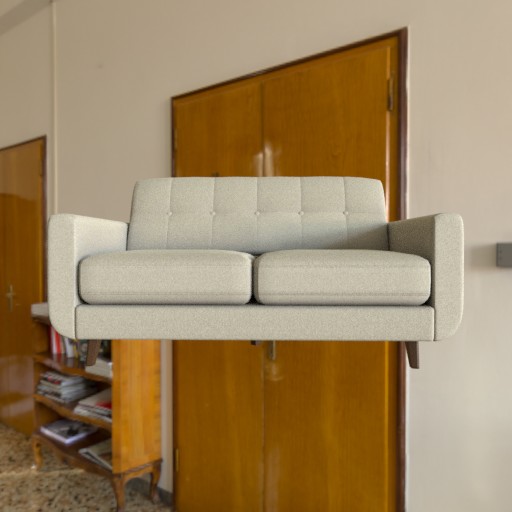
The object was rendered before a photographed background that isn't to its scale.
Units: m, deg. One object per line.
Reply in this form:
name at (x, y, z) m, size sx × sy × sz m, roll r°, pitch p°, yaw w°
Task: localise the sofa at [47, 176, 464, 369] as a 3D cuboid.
sofa at (0.000, 0.000, 2.220) m, size 1.655 × 0.892 × 0.980 m, roll 0°, pitch 1°, yaw 2°
